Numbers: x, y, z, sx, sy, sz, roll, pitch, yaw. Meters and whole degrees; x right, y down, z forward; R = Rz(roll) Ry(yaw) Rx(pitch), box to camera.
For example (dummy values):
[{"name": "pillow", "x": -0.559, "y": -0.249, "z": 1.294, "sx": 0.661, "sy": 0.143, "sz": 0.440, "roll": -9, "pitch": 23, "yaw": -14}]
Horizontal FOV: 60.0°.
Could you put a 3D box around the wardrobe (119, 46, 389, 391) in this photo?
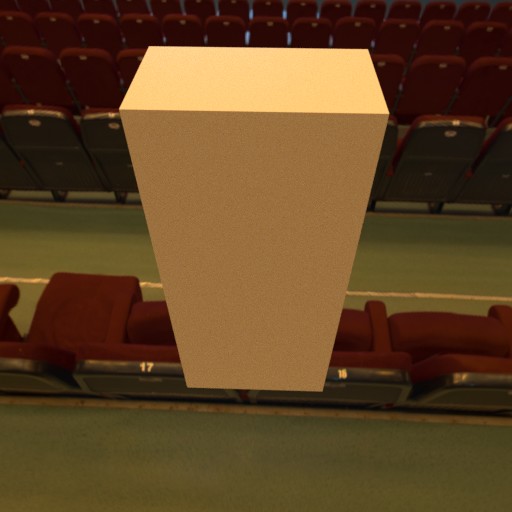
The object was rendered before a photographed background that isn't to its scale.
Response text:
[{"name": "wardrobe", "x": 0.000, "y": 0.000, "z": 2.027, "sx": 0.760, "sy": 1.700, "sz": 0.470, "roll": 1, "pitch": 47, "yaw": 1}]
